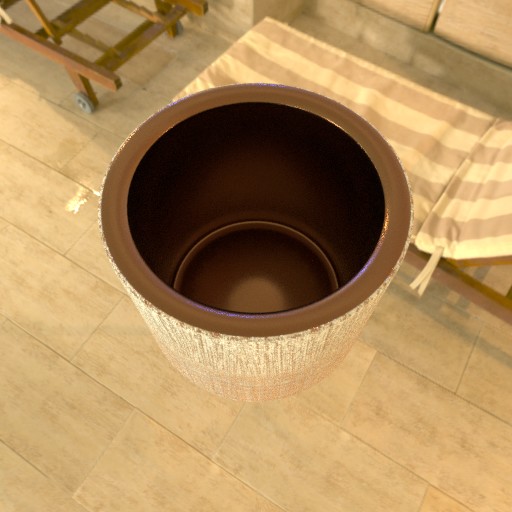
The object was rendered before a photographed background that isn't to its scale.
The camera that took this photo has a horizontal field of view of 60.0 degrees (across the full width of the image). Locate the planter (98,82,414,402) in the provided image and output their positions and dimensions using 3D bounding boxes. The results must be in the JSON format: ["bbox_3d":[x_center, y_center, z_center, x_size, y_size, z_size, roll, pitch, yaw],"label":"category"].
[{"bbox_3d":[0.000,0.000,0.193,0.109,0.096,0.109,0,62,0],"label":"planter"}]
